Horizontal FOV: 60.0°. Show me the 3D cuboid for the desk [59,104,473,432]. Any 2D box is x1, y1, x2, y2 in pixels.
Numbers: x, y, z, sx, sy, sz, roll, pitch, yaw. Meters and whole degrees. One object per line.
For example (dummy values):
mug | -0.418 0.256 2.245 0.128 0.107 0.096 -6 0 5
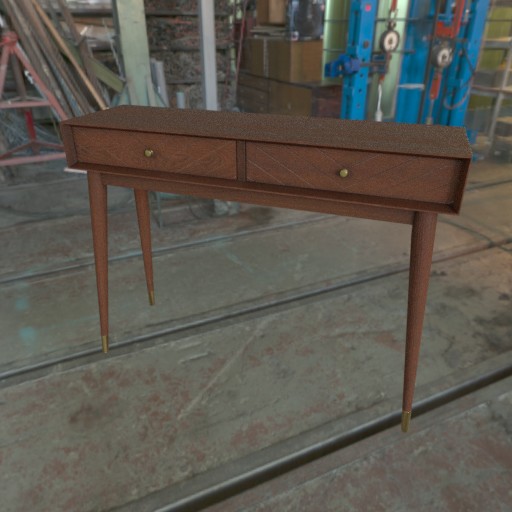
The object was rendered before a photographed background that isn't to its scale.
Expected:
desk | 0.000 0.000 1.578 1.204 0.917 0.384 9 29 17
